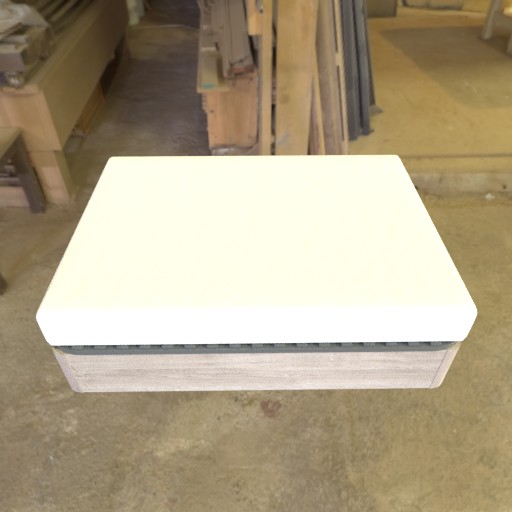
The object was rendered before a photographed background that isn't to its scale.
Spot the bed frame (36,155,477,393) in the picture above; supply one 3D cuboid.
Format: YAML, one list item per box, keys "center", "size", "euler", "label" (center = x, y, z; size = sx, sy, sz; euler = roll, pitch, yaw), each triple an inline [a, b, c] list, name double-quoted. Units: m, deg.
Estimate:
- center: [0.000, 0.000, 2.553]
  size: [1.900, 0.561, 1.400]
  euler: [-1, 42, -1]
  label: "bed frame"
